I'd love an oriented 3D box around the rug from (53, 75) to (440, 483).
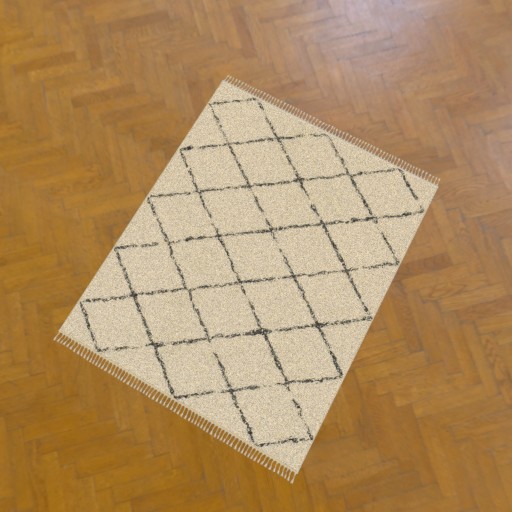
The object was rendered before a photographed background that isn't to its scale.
[{"bbox_3d":[0.000,0.000,4.064,2.380,0.013,3.051,28,78,7],"label":"rug"}]
